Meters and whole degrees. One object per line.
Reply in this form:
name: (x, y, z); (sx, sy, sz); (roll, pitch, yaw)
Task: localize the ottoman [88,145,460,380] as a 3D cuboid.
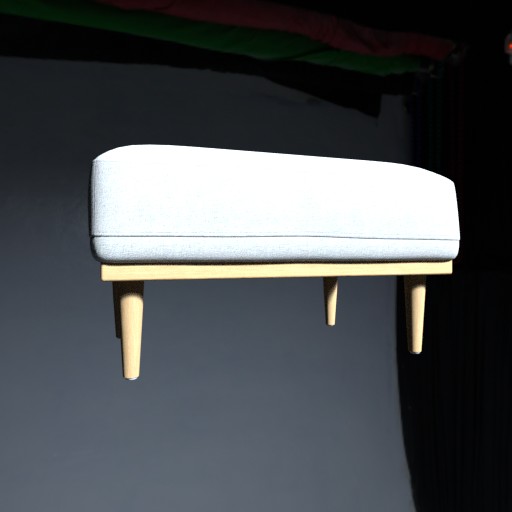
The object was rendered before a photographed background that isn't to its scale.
ottoman: (0.000, 0.000, 1.064); (0.749, 0.428, 0.549); (0, 1, -19)
